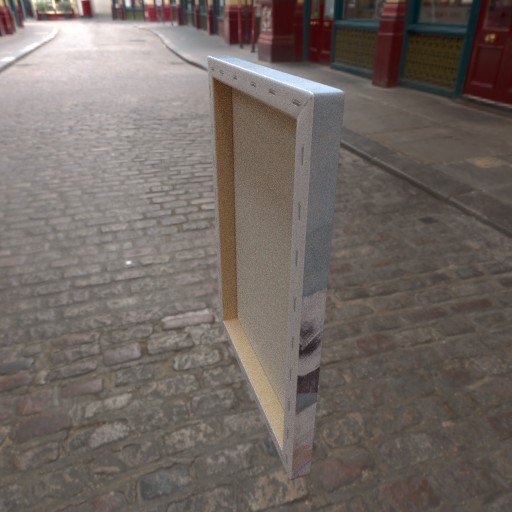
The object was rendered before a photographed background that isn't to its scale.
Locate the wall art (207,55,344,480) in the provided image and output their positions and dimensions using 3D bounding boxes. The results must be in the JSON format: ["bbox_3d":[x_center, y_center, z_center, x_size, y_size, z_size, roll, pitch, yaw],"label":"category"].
[{"bbox_3d":[0.000,0.000,0.781,0.037,0.613,0.455,-9,30,-16],"label":"wall art"}]
